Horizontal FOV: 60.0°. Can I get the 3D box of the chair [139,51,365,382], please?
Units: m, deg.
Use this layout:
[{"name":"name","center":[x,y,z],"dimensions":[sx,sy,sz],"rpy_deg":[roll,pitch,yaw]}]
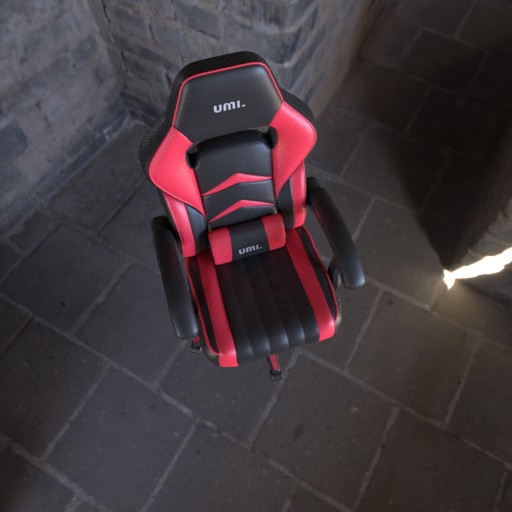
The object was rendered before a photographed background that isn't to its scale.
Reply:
[{"name":"chair","center":[0.000,0.000,1.613],"dimensions":[0.700,1.220,0.700],"rpy_deg":[-16,65,-8]}]
